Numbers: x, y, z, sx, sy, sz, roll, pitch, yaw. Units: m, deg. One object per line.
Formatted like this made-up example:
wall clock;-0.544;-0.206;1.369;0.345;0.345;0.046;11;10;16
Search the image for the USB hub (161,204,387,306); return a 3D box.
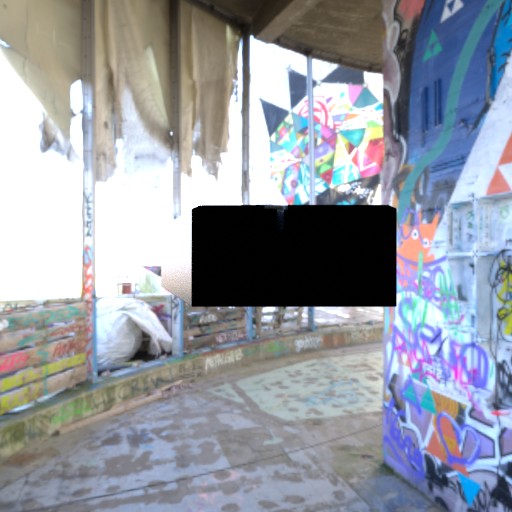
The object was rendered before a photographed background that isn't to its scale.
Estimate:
USB hub;0.000;0.000;0.127;0.044;0.023;0.110;0;0;-17
